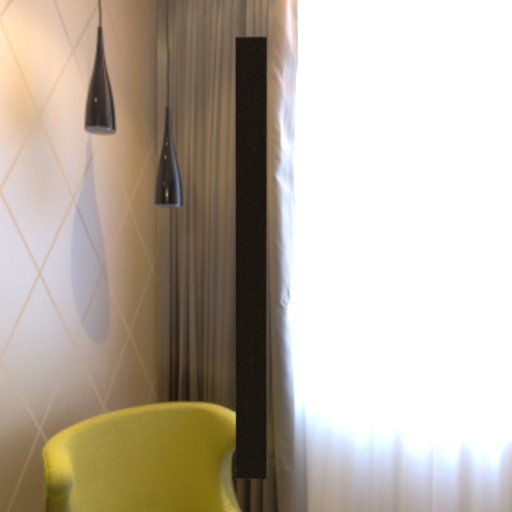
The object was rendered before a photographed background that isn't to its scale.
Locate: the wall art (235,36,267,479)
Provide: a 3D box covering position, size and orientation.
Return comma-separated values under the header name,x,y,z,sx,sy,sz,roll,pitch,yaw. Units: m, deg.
name,x,y,z,sx,sy,sz,roll,pitch,yaw
wall art,0.000,0.000,0.759,0.036,0.506,0.506,0,1,1
